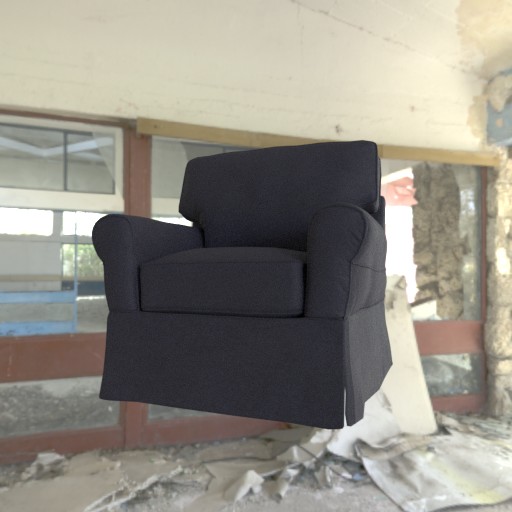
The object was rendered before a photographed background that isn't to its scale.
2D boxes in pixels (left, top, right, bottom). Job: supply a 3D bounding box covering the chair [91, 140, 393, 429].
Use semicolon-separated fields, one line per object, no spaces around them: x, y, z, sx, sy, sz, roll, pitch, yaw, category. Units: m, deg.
0.000;0.000;1.976;1.119;1.140;1.002;-1;-2;20;chair
